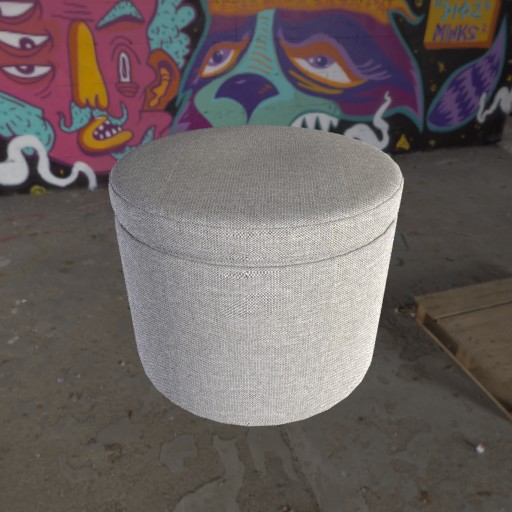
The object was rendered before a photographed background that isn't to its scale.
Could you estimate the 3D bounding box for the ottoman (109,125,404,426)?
[{"bbox_3d":[0.000,0.000,0.870,0.500,0.419,0.500,0,31,0],"label":"ottoman"}]
